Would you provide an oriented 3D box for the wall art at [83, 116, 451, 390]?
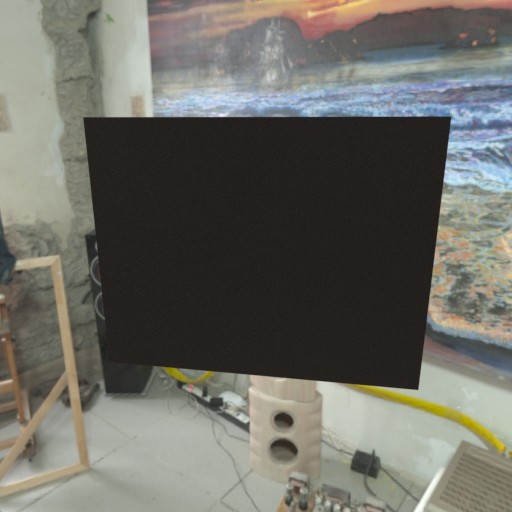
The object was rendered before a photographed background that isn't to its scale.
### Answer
[{"bbox_3d":[0.000,0.000,1.591,1.207,0.952,0.034,3,17,9],"label":"wall art"}]
